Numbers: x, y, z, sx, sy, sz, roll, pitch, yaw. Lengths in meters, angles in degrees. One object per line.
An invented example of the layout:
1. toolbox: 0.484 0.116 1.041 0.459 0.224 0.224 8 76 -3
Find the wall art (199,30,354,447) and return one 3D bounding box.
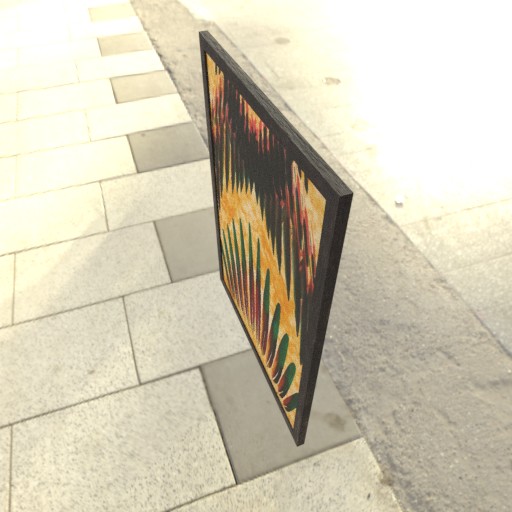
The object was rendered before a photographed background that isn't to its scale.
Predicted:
1. wall art: 0.000 0.000 1.383 0.029 1.066 0.812 -16 48 -15
